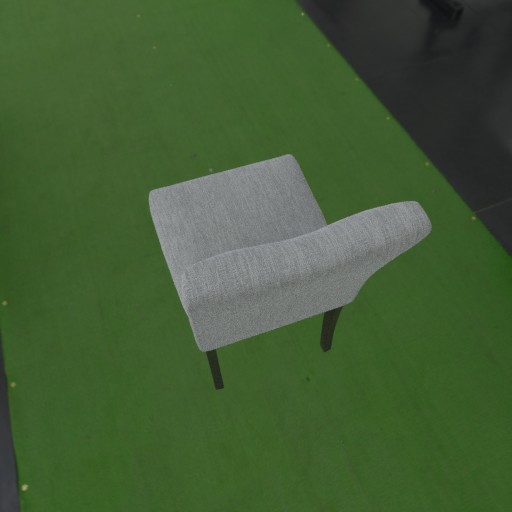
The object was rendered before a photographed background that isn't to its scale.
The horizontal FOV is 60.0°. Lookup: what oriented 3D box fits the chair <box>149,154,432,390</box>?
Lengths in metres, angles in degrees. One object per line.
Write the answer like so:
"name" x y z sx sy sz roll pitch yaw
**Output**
"chair" 0.000 0.000 1.232 0.487 0.884 0.629 -17 59 -10
